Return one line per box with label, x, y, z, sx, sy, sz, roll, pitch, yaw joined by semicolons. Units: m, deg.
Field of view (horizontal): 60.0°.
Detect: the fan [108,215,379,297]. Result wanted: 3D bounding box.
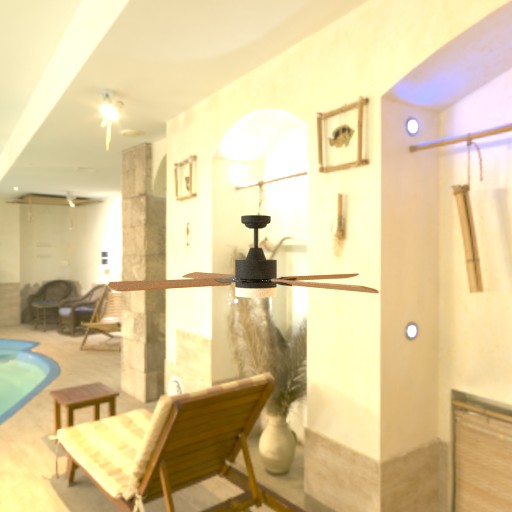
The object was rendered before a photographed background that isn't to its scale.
fan;0.000;0.000;1.986;1.320;0.355;1.320;0;0;-36
